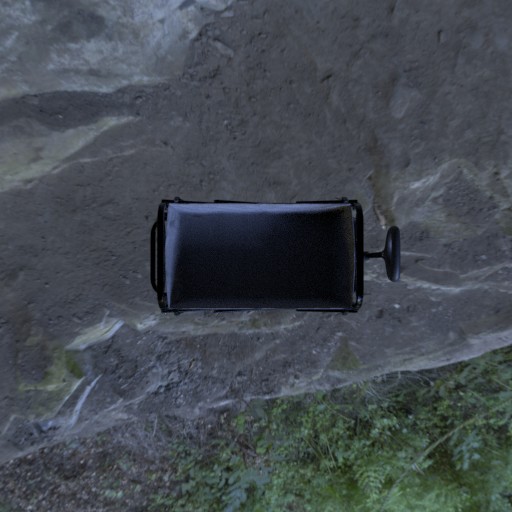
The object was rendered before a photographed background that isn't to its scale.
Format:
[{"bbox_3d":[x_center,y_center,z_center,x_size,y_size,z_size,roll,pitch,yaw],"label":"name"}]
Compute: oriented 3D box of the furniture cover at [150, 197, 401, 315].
[{"bbox_3d":[0.000,0.000,1.829,1.038,1.295,0.532,0,89,-1],"label":"furniture cover"}]
